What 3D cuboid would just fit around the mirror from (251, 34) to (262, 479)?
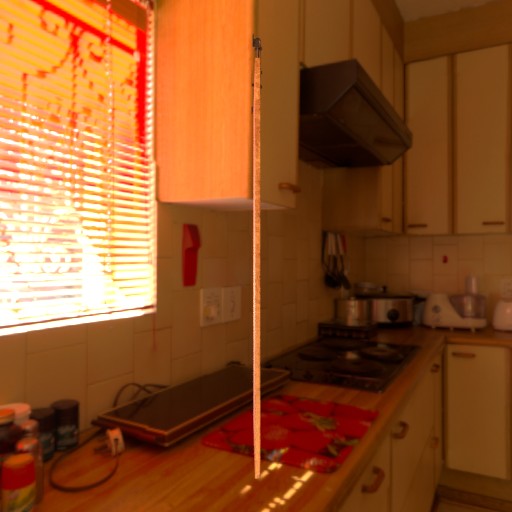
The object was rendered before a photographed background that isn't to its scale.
[{"bbox_3d":[0.000,0.000,2.102,0.042,1.793,0.847,0,0,-1],"label":"mirror"}]
